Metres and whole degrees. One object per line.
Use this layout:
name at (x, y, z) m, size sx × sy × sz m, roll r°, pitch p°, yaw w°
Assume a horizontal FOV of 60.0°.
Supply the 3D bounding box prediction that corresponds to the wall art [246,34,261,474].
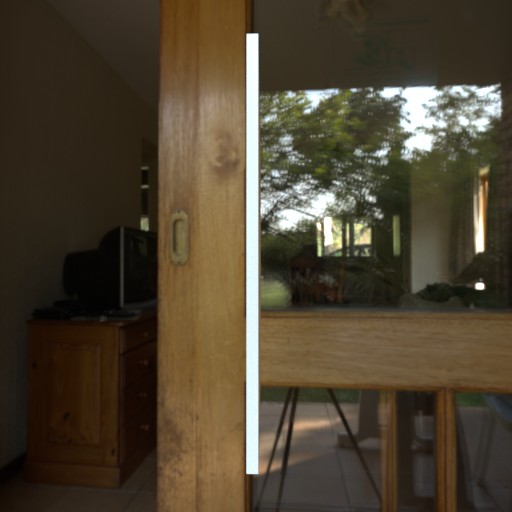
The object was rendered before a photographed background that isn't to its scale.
wall art at (0.000, 0.000, 1.210) m, size 0.022 × 0.803 × 0.805 m, roll 0°, pitch -1°, yaw 1°
